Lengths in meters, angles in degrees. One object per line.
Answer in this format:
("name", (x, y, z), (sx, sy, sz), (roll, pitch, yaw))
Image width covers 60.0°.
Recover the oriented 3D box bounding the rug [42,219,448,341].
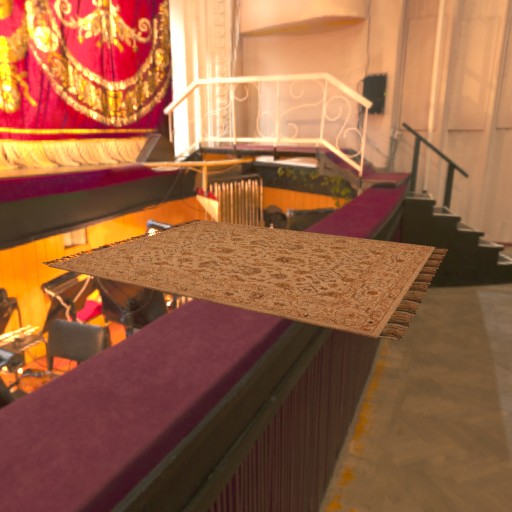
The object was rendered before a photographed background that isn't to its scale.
("rug", (0.000, 0.000, 2.308), (1.726, 0.009, 1.278), (9, 18, 28))
